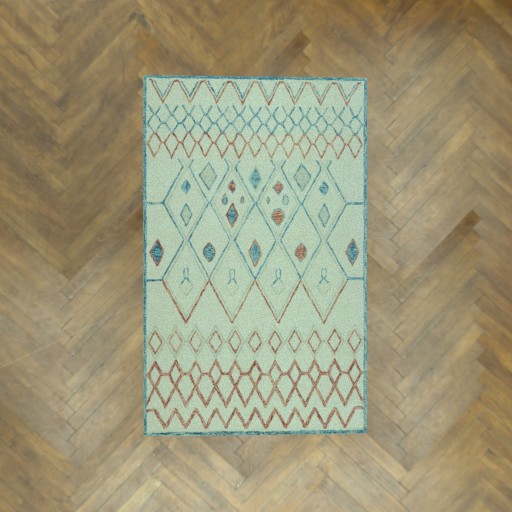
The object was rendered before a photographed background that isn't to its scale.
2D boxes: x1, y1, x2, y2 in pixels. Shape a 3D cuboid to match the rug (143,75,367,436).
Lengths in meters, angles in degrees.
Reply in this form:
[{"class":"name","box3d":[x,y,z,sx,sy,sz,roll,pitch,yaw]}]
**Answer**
[{"class":"rug","box3d":[0.000,0.000,3.018,1.524,0.015,2.438,0,90,-2]}]
